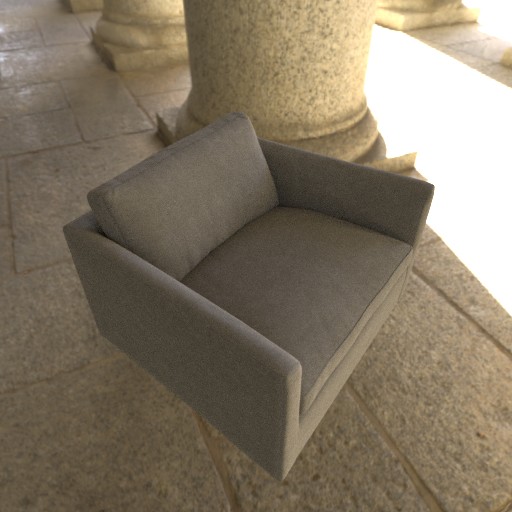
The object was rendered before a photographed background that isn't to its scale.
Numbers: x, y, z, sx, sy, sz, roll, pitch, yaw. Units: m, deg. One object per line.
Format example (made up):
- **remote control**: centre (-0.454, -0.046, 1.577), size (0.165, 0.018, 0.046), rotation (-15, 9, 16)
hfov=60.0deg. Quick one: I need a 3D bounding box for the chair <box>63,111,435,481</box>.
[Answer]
- **chair**: centre (0.000, 0.000, 1.900), size (1.091, 0.845, 1.190), rotation (25, 46, 26)
